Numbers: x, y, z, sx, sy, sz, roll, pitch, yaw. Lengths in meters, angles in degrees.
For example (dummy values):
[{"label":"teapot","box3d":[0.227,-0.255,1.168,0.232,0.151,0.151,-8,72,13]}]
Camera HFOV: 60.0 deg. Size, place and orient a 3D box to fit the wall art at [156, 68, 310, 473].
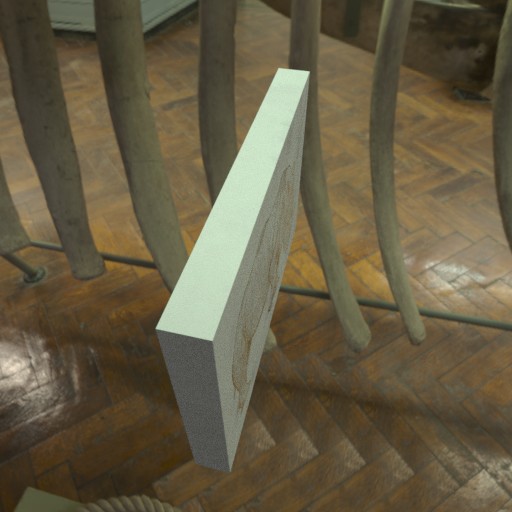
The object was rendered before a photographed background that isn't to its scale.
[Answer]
[{"label":"wall art","box3d":[0.000,0.000,0.496,0.038,0.254,0.381,10,48,9]}]
